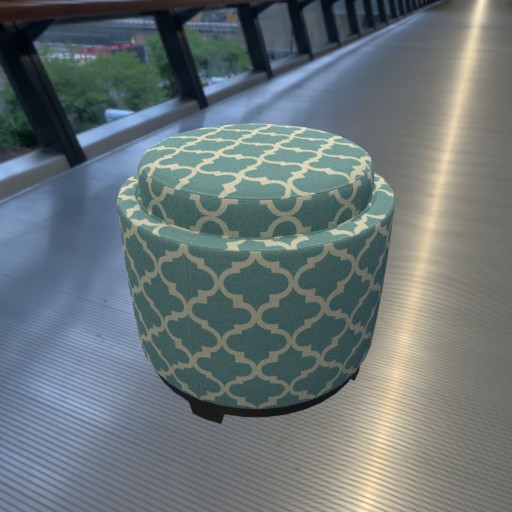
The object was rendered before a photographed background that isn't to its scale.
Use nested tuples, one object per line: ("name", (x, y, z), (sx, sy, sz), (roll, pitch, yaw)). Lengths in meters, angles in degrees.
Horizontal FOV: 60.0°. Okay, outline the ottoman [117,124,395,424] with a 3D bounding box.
("ottoman", (0.000, 0.000, 0.850), (0.480, 0.429, 0.480), (0, 30, 0))
